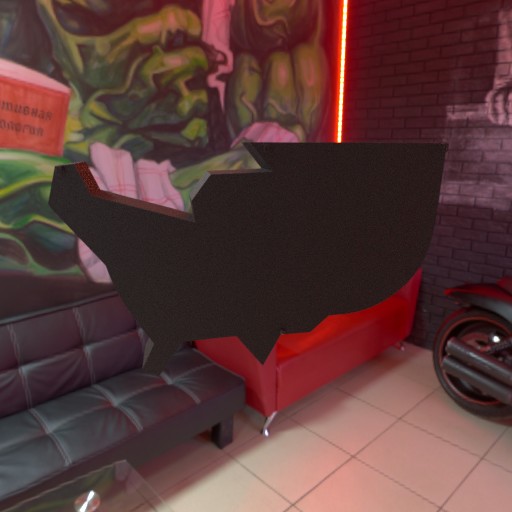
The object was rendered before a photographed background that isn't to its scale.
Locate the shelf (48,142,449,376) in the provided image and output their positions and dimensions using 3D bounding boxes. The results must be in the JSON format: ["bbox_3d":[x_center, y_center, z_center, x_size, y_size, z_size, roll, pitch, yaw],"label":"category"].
[{"bbox_3d":[0.000,0.000,0.883,0.729,0.439,0.112,-3,15,-10],"label":"shelf"}]
